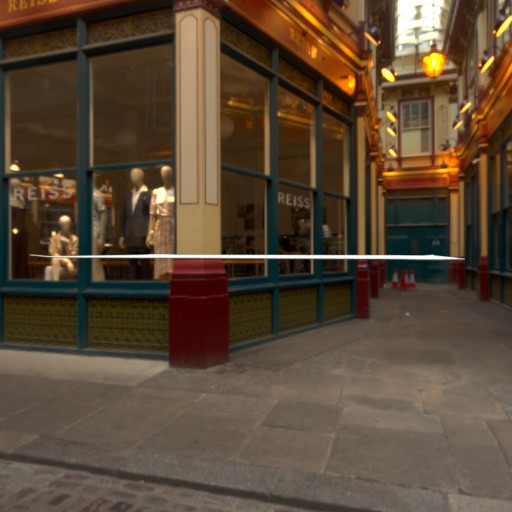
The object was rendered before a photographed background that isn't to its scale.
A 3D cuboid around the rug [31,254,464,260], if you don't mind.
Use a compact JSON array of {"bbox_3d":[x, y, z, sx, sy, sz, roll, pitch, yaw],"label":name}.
[{"bbox_3d":[0.000,0.000,3.068,2.434,0.023,1.518,0,1,17],"label":"rug"}]
